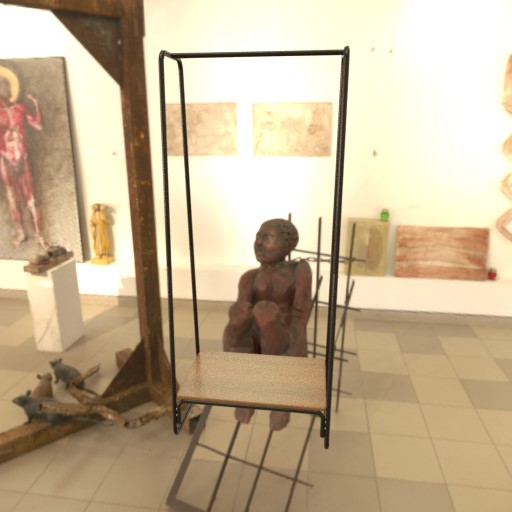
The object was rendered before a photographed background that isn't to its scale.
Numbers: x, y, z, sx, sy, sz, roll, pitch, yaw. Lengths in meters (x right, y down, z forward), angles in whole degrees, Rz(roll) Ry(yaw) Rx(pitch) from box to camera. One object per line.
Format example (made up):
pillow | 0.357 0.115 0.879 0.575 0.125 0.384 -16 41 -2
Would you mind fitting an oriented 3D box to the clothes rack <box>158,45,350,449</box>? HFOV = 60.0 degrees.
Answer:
clothes rack | 0.000 0.000 1.770 0.640 1.500 0.400 2 17 8
